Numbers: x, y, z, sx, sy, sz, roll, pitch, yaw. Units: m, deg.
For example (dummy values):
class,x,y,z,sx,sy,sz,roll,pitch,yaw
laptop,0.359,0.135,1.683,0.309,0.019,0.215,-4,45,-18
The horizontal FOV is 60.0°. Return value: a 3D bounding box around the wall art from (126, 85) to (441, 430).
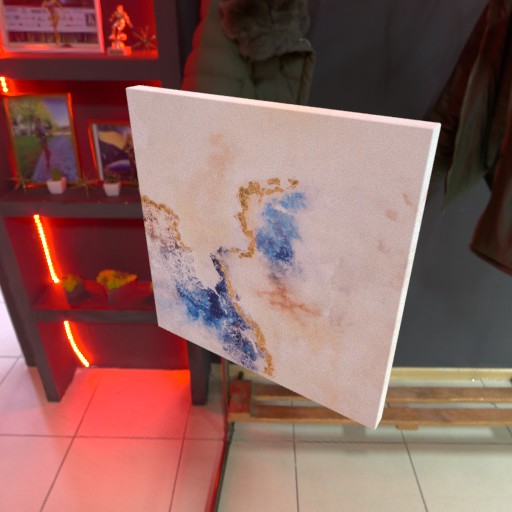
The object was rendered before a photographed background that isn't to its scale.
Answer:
class,x,y,z,sx,sy,sz,roll,pitch,yaw
wall art,0.000,0.000,1.592,1.061,1.061,0.071,18,34,29
